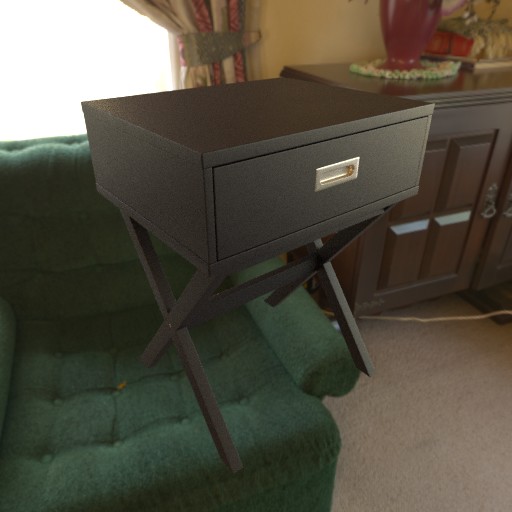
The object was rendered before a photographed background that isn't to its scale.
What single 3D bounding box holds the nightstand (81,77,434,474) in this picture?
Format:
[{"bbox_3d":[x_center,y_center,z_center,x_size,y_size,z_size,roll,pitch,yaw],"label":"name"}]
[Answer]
[{"bbox_3d":[0.000,0.000,0.934,0.479,0.623,0.402,-21,36,-33],"label":"nightstand"}]
